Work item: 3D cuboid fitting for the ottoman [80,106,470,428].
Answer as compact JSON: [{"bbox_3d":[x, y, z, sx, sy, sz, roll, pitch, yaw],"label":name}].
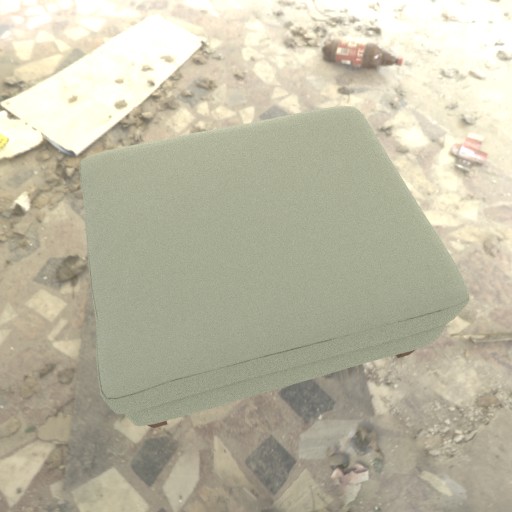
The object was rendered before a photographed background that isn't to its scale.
[{"bbox_3d":[0.000,0.000,1.470,0.991,0.494,0.842,-13,58,-8],"label":"ottoman"}]
